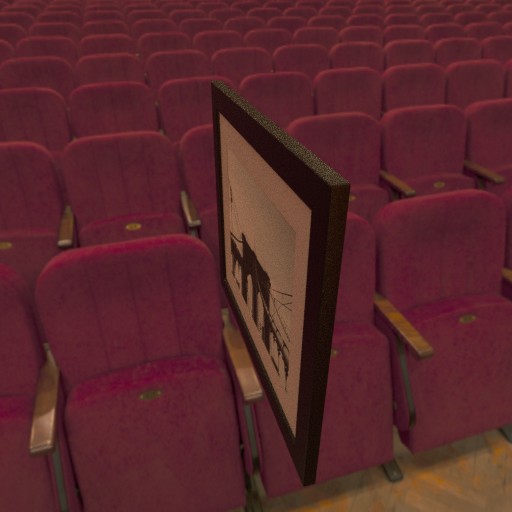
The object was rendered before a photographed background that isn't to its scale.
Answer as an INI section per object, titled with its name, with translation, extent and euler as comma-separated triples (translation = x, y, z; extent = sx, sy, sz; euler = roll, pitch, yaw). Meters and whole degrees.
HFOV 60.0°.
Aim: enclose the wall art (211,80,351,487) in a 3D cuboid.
[wall art]
translation = 0.000, 0.000, 0.717
extent = 0.018, 0.450, 0.521
euler = -9, 32, -14
